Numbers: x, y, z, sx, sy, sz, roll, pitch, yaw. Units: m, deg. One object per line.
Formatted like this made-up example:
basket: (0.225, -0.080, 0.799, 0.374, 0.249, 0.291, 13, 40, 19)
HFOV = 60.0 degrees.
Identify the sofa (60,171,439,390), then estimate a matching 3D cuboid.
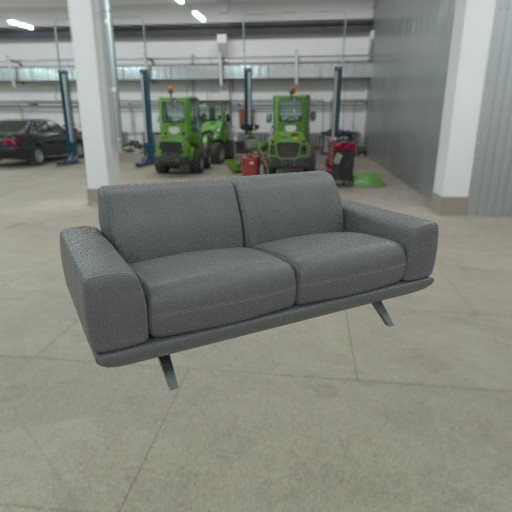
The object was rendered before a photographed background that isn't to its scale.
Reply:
sofa: (0.000, 0.000, 2.439, 1.901, 0.772, 0.900, -9, 20, -27)
